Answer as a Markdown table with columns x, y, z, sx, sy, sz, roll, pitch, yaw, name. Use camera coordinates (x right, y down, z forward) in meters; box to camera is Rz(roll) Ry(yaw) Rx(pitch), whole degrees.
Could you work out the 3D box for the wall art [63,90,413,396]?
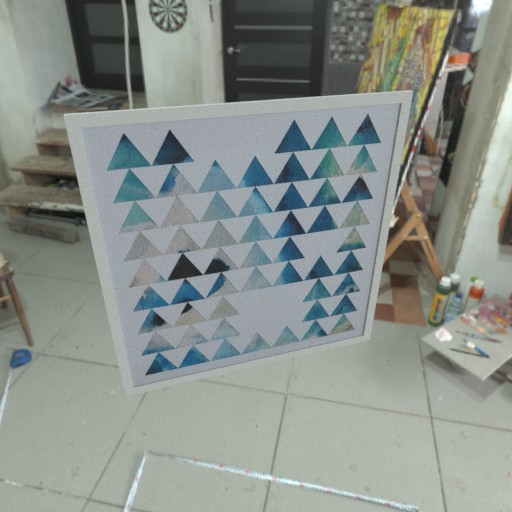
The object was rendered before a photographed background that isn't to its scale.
| x | y | z | sx | sy | sz | roll | pitch | yaw | name |
| --- | --- | --- | --- | --- | --- | --- | --- | --- | --- |
| 0.000 | 0.000 | 0.677 | 0.456 | 0.456 | 0.007 | -9 | 32 | -15 | wall art |
